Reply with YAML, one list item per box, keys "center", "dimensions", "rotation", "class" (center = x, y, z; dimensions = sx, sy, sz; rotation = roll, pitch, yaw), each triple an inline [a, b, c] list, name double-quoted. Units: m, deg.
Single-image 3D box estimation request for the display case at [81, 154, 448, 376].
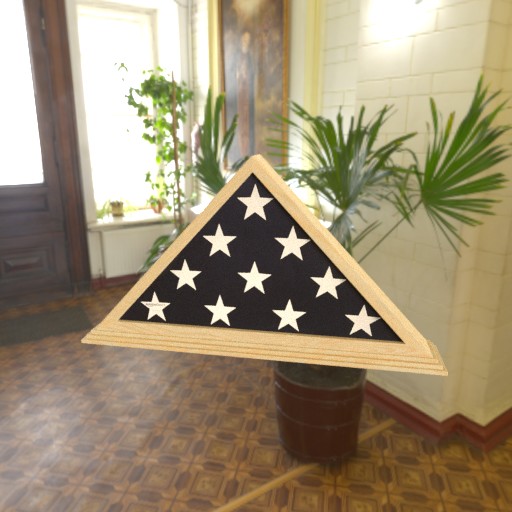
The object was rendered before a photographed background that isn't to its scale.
- center: [0.000, 0.000, 0.765]
  dimensions: [0.640, 0.340, 0.095]
  rotation: [3, 15, 10]
  class: "display case"
